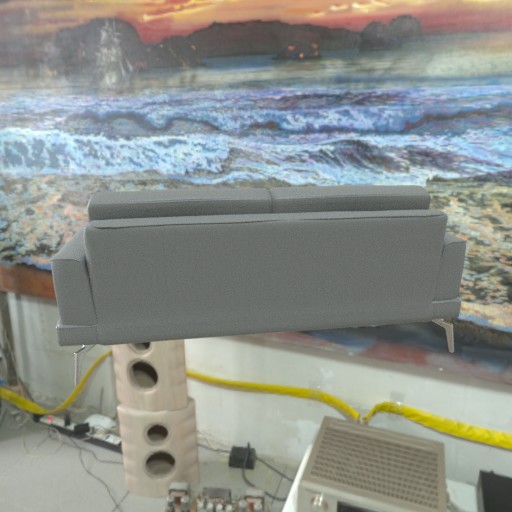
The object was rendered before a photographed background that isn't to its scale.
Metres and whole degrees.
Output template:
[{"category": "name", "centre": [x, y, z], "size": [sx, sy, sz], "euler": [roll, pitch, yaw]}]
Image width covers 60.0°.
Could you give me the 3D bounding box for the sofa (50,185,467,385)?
[{"category": "sofa", "centre": [0.000, 0.000, 2.732], "size": [2.177, 0.930, 1.121], "euler": [-3, 16, -9]}]
